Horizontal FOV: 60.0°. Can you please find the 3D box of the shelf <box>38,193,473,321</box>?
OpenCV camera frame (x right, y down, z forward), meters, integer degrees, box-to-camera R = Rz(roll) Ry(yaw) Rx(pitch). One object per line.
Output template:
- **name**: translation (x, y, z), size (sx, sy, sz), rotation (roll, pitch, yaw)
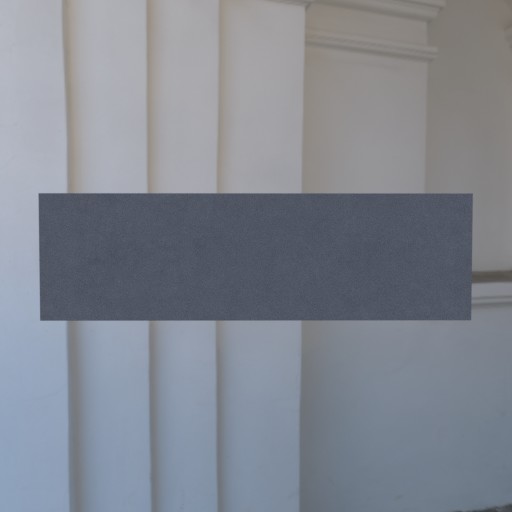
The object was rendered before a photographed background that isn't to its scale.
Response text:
- **shelf**: translation (0.000, 0.000, 1.144), size (1.020, 0.300, 0.200), rotation (0, 2, 0)
